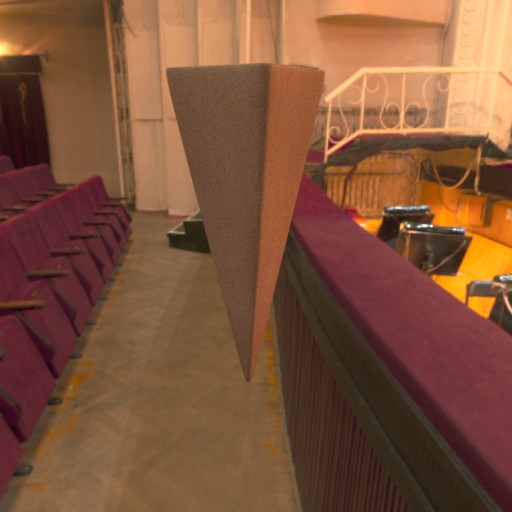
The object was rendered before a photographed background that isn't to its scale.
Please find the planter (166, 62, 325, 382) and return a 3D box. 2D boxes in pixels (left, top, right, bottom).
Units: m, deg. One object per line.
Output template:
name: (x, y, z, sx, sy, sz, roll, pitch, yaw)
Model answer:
planter: (0.000, 0.000, 0.276, 0.101, 0.224, 0.081, -2, 16, -8)
